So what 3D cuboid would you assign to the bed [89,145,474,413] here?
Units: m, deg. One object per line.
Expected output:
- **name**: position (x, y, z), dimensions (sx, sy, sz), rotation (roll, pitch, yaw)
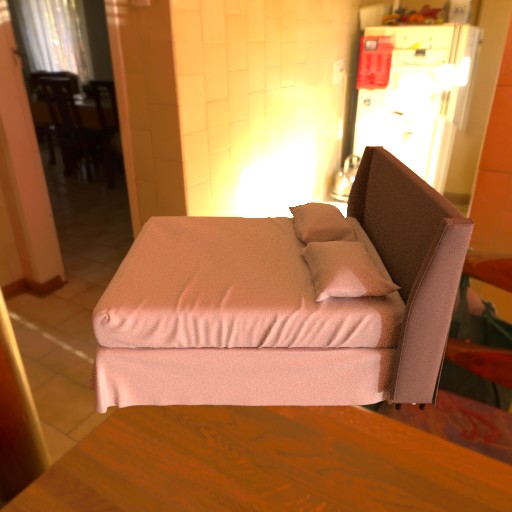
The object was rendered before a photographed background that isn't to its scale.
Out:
- **bed**: position (0.000, 0.000, 3.401), dimensions (2.276, 1.332, 1.925), rotation (0, 26, 0)
